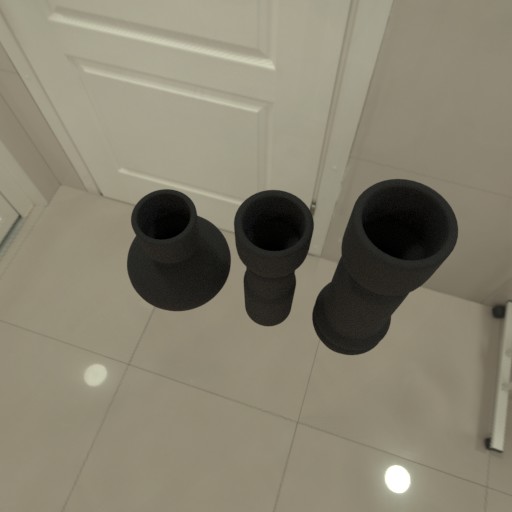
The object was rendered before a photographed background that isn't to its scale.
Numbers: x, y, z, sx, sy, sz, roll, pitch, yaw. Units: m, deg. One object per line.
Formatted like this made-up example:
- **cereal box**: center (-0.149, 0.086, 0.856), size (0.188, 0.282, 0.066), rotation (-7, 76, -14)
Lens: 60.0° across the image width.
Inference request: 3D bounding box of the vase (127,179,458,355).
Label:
- **vase**: center (0.000, 0.000, 0.441), size (0.307, 0.249, 0.120), rotation (16, 64, 8)
